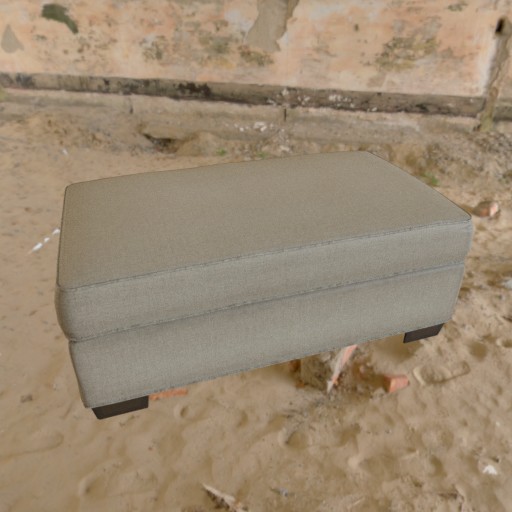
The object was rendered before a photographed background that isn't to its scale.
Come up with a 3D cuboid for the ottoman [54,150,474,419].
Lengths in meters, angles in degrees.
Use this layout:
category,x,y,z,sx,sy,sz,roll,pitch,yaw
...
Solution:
category,x,y,z,sx,sy,sz,roll,pitch,yaw
ottoman,0.000,0.000,1.393,1.097,0.461,0.617,-10,34,-15
